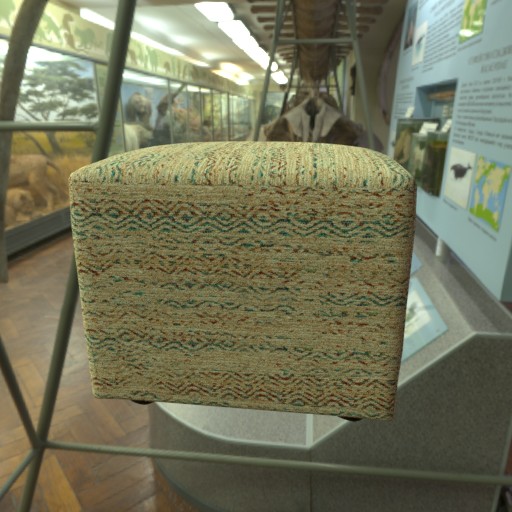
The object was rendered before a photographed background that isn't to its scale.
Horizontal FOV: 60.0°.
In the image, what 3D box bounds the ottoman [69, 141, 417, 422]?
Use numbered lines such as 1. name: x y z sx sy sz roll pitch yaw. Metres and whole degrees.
1. ottoman: 0.000 0.000 0.914 0.521 0.453 0.512 2 18 7
